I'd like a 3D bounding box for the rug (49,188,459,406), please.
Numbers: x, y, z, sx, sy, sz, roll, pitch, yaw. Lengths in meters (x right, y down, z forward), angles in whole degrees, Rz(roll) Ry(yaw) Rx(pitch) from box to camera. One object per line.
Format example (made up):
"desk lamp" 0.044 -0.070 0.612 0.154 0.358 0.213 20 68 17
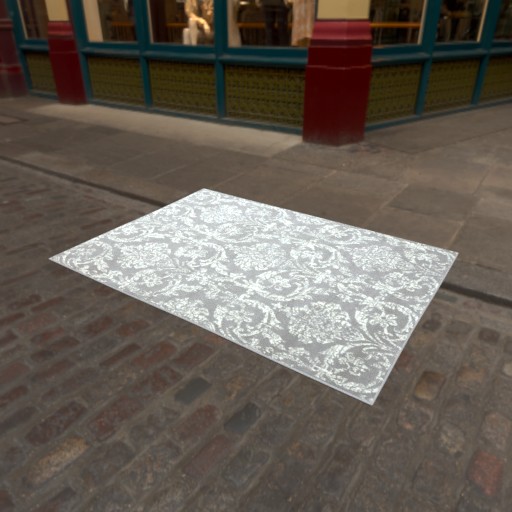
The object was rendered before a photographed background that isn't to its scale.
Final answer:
"rug" 0.000 0.000 2.926 2.206 0.014 1.578 18 34 29
